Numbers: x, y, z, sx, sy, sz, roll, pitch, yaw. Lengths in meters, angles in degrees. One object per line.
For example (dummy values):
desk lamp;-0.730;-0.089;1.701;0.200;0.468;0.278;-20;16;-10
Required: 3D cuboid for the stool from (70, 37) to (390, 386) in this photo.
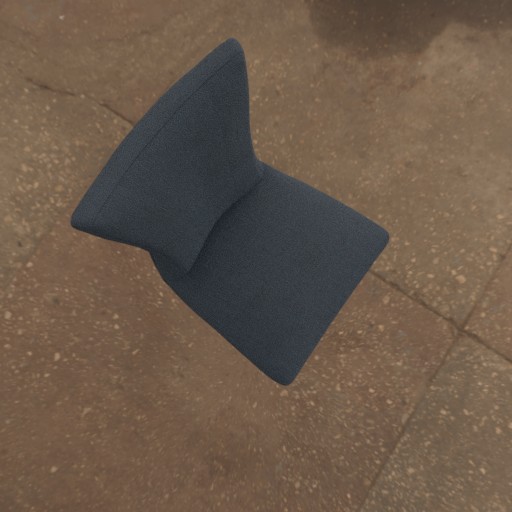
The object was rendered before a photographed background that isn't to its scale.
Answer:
stool;0.000;0.000;1.308;0.574;1.000;0.514;35;79;8
